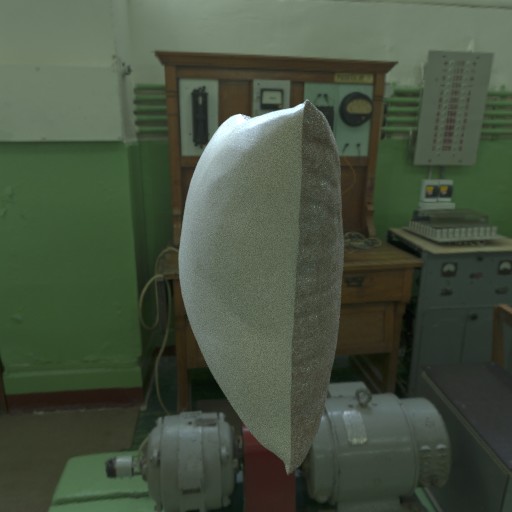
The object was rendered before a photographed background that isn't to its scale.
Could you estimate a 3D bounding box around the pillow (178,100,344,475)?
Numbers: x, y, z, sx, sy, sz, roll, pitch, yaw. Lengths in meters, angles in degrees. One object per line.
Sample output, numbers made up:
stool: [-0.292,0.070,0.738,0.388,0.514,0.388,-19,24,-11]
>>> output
pillow: [0.000,0.000,0.708,0.245,0.448,0.450,-2,16,-9]
